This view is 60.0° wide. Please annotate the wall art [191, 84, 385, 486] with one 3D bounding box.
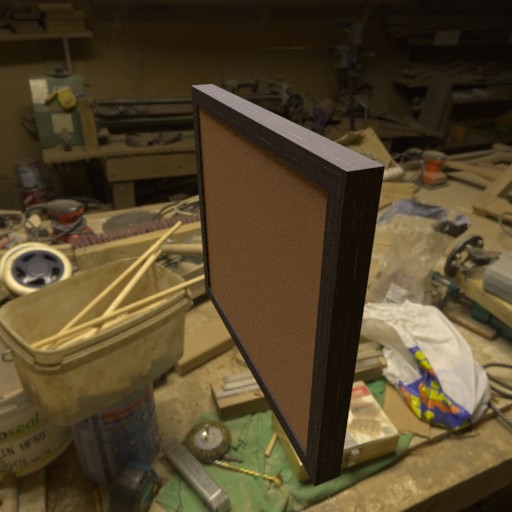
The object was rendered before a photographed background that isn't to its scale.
[{"bbox_3d":[0.000,0.000,0.525,0.031,0.330,0.381,-11,31,-19],"label":"wall art"}]
